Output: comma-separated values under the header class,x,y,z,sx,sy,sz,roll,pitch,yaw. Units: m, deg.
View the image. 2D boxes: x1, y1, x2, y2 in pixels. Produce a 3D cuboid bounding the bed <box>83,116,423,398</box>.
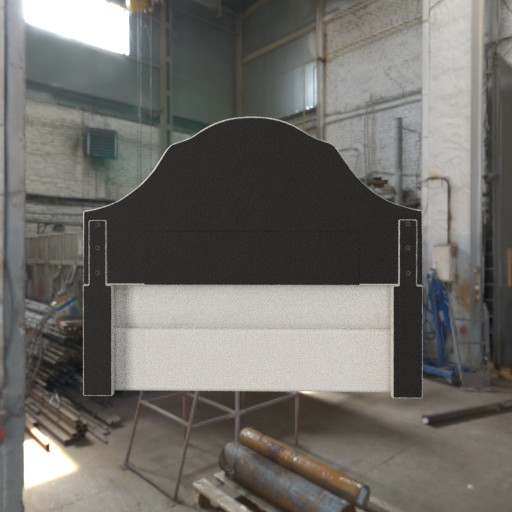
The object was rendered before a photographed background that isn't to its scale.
class,x,y,z,sx,sy,sz,roll,pitch,yaw
bed,0.000,0.000,3.648,2.008,1.615,2.214,0,0,1
